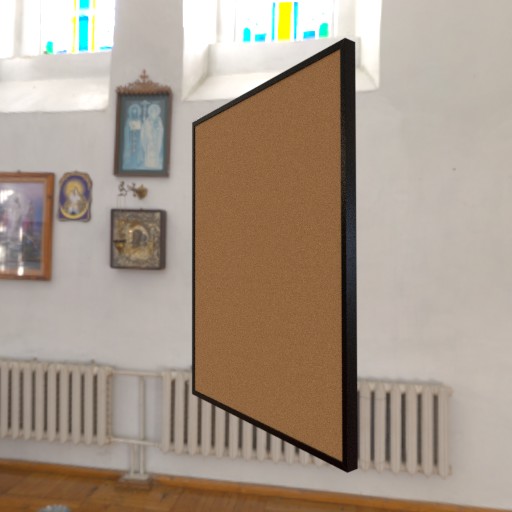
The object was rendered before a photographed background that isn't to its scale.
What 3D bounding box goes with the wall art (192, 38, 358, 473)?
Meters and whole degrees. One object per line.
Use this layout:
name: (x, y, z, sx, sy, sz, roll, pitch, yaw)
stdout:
wall art: (0.000, 0.000, 1.418, 0.040, 1.062, 0.805, 1, -1, -36)
